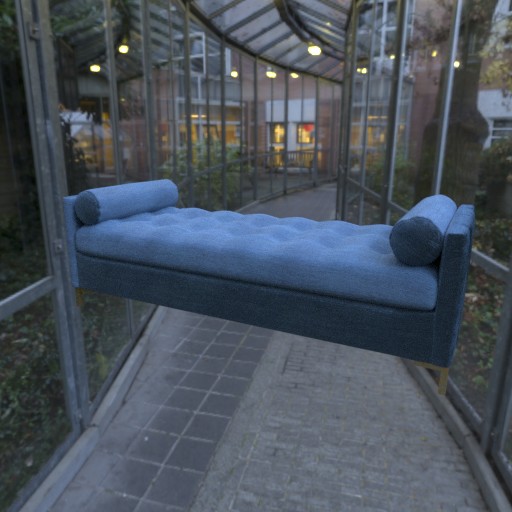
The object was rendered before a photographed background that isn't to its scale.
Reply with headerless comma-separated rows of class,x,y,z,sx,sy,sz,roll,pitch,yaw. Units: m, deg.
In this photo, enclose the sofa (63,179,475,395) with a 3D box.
sofa,0.000,0.000,2.429,2.102,0.705,0.796,8,17,26
